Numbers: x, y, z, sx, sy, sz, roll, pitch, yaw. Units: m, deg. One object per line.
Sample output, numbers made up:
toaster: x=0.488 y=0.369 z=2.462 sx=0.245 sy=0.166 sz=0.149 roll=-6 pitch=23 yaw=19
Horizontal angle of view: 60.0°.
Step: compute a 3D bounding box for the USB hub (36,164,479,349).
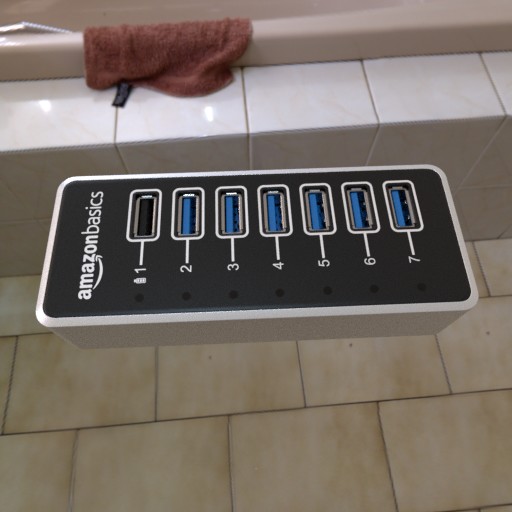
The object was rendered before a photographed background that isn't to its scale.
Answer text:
USB hub: x=0.000 y=0.000 z=0.127 sx=0.110 sy=0.023 sz=0.044 roll=-2 pitch=64 yaw=-1
